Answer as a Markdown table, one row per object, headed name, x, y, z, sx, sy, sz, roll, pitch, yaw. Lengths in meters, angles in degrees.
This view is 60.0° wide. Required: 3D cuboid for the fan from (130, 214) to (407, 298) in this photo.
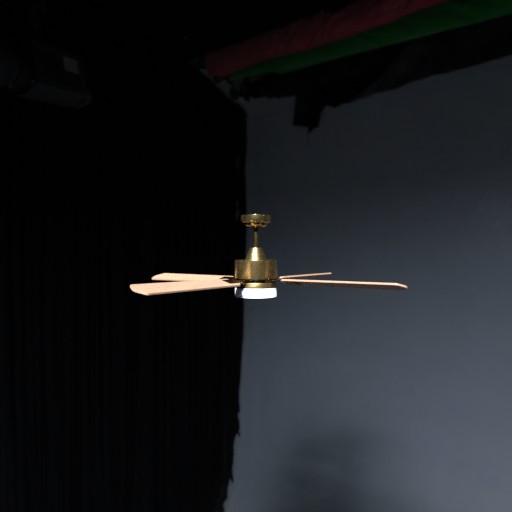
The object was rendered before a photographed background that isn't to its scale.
| name | x | y | z | sx | sy | sz | roll | pitch | yaw |
| --- | --- | --- | --- | --- | --- | --- | --- | --- | --- |
| fan | 0.000 | 0.000 | 1.952 | 1.320 | 0.355 | 1.320 | 0 | 0 | 36 |
